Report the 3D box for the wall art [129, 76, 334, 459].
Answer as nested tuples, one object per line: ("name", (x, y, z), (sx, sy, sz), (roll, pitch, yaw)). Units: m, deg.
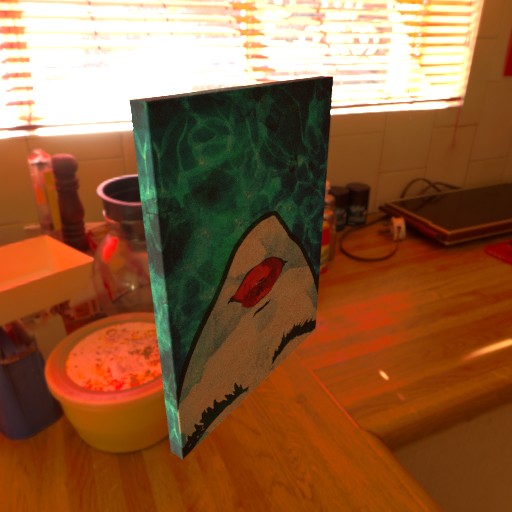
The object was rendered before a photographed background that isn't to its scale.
("wall art", (0.000, 0.000, 1.053), (0.038, 0.760, 0.609), (18, 31, 32))
